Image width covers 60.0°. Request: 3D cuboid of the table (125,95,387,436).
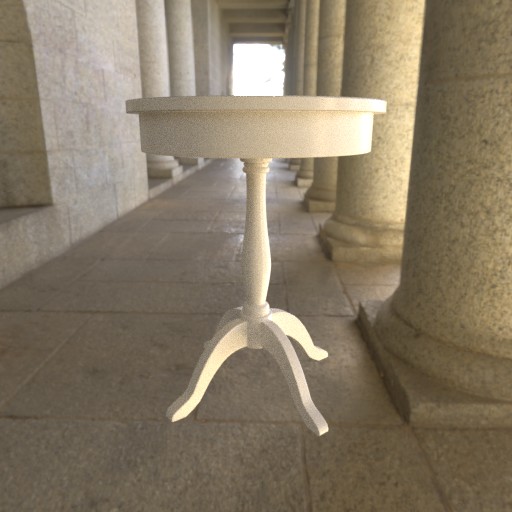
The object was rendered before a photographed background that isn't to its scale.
[{"bbox_3d":[0.000,0.000,0.996,0.513,0.653,0.513,0,17,0],"label":"table"}]
